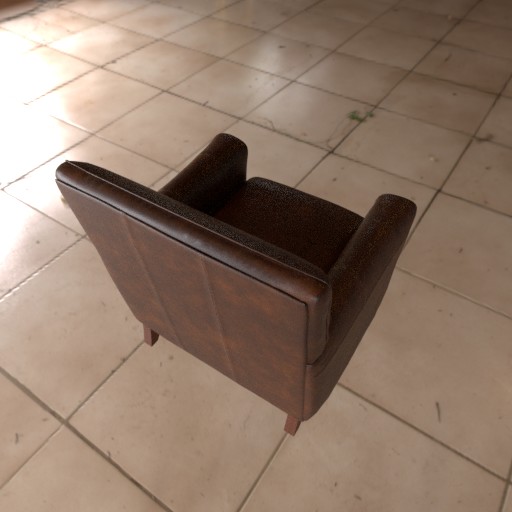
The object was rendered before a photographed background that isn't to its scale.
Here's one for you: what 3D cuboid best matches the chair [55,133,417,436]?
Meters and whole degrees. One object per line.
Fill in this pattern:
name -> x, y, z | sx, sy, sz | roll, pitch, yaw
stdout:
chair -> 0.000, 0.000, 1.608 | 0.870, 0.943, 0.823 | 25, 52, 22
